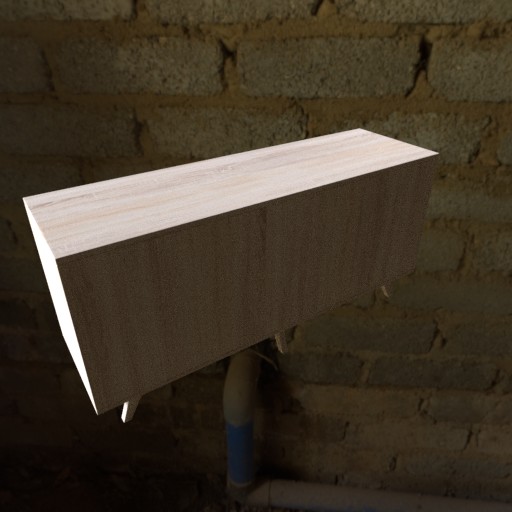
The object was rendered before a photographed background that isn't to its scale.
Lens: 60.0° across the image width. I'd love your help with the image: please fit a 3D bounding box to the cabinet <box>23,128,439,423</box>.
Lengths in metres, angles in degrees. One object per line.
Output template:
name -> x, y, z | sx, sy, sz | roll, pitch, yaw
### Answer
cabinet -> 0.000, 0.000, 1.982 | 1.650, 0.780, 0.500 | -19, 36, -28
